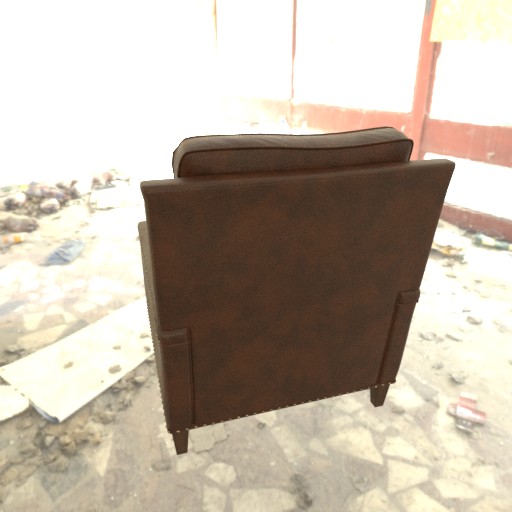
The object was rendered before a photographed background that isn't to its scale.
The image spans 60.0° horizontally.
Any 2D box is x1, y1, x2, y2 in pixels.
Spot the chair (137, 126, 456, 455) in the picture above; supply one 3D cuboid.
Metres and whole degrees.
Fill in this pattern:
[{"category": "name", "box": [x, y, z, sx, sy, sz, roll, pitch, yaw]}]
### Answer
[{"category": "chair", "box": [0.000, 0.000, 1.731, 0.854, 1.054, 1.035, -7, 25, -16]}]
